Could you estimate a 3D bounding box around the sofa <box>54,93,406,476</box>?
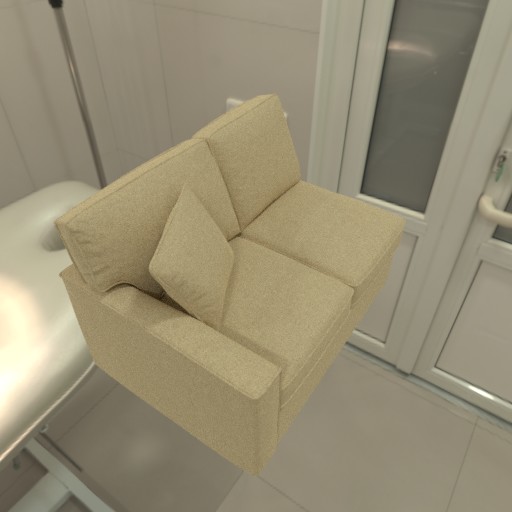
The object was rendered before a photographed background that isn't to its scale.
[{"bbox_3d":[0.000,0.000,2.074,0.991,0.989,1.388,24,47,25],"label":"sofa"}]
